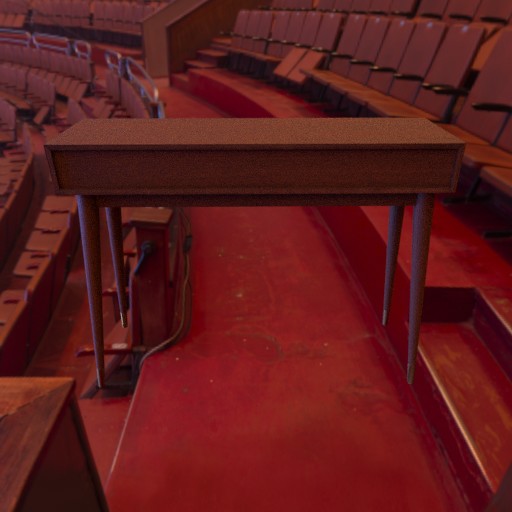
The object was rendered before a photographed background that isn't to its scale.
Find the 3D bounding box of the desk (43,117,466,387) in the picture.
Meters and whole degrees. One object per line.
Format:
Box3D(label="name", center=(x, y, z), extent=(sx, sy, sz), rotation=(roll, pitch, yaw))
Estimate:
Box3D(label="desk", center=(0.000, 0.000, 1.629), extent=(1.204, 0.917, 0.384), rotation=(0, 29, -1))
